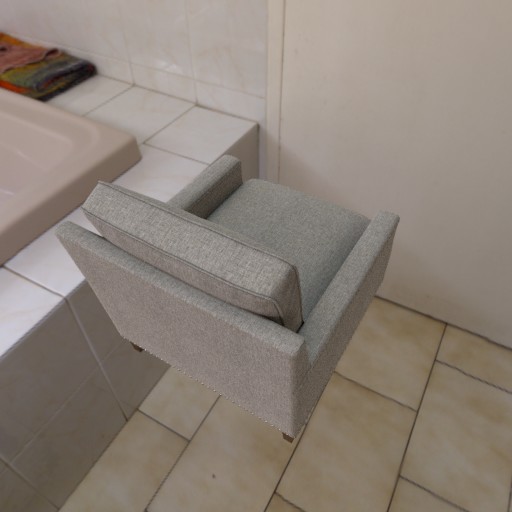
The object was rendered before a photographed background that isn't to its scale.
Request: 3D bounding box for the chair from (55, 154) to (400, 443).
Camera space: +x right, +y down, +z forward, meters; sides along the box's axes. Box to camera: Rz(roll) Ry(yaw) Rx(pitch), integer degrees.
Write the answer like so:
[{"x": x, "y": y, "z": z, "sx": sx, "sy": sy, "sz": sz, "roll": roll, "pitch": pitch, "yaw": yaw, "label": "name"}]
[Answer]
[{"x": 0.000, "y": 0.000, "z": 1.736, "sx": 0.853, "sy": 0.943, "sz": 1.014, "roll": 24, "pitch": 50, "yaw": 21, "label": "chair"}]
